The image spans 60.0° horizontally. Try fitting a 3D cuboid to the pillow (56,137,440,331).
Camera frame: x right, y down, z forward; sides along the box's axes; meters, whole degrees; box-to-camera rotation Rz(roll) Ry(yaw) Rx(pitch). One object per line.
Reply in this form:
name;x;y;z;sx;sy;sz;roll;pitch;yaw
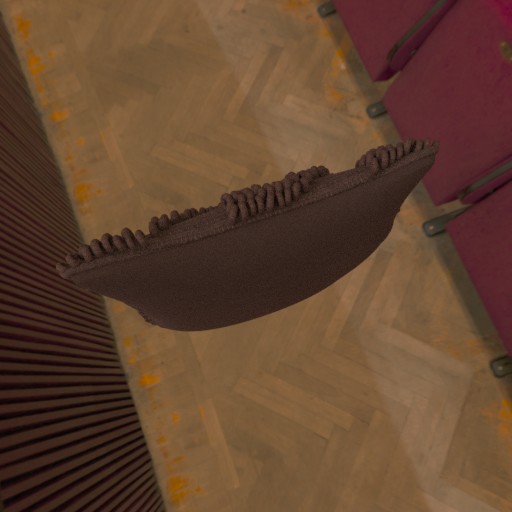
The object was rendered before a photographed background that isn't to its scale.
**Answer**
pillow;0.000;0.000;0.718;0.470;0.467;0.172;-19;75;-5
